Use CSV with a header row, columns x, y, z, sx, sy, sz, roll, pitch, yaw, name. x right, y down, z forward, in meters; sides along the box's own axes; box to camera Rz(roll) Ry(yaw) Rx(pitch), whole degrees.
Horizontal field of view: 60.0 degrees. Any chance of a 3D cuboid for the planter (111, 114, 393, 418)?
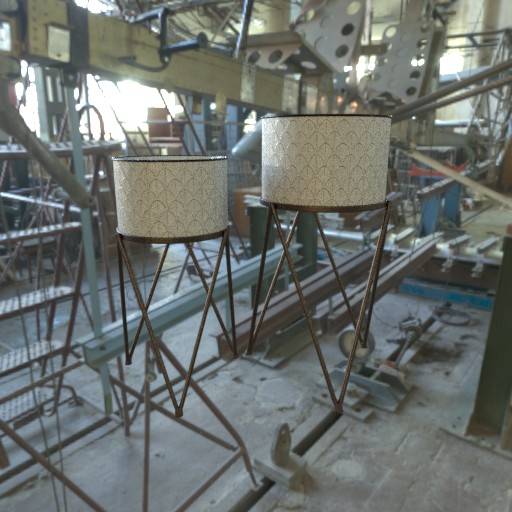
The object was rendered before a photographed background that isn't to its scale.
x,y,z,sx,sy,sz,roll,pitch,yaw,name
0.000,0.000,1.184,0.769,0.712,0.413,-2,15,-7,planter
